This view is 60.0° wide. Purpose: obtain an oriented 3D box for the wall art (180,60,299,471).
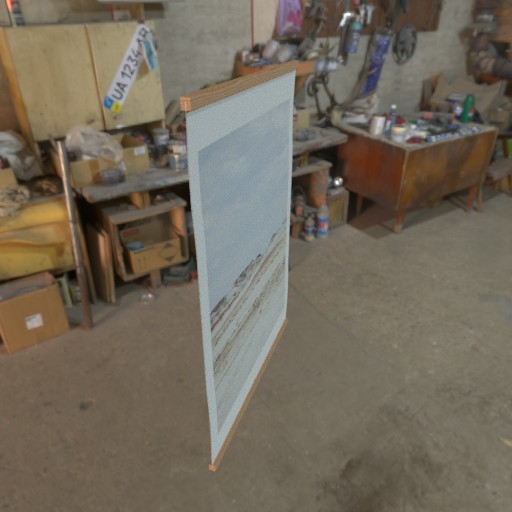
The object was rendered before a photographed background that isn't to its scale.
[{"bbox_3d":[0.000,0.000,1.327,0.020,1.016,0.739,10,30,17],"label":"wall art"}]
